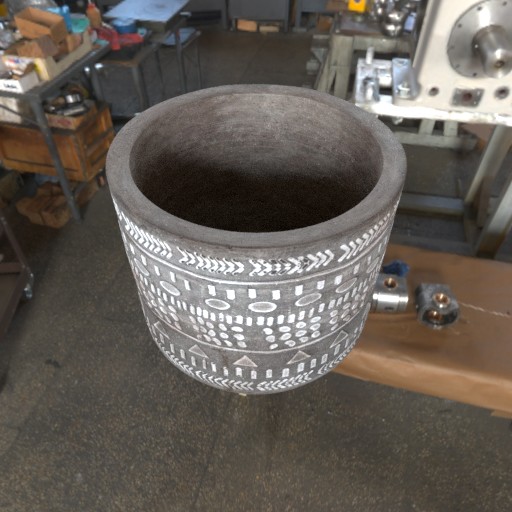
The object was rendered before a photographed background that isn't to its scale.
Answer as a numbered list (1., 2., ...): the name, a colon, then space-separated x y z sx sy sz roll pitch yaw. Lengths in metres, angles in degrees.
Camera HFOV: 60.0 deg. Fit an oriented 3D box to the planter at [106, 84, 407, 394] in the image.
1. planter: 0.000 0.000 0.226 0.122 0.128 0.122 0 45 0
